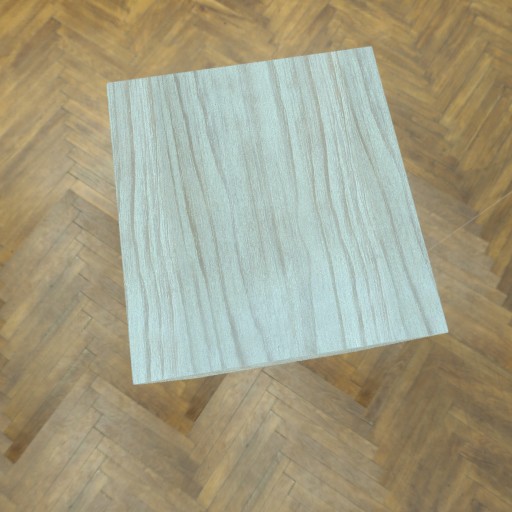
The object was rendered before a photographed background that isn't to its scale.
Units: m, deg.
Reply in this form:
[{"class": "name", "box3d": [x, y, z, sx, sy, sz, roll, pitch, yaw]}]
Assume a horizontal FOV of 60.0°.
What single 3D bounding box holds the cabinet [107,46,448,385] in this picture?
[{"class": "cabinet", "box3d": [0.000, 0.000, 0.852, 0.401, 0.579, 0.409, -9, 76, -2]}]
